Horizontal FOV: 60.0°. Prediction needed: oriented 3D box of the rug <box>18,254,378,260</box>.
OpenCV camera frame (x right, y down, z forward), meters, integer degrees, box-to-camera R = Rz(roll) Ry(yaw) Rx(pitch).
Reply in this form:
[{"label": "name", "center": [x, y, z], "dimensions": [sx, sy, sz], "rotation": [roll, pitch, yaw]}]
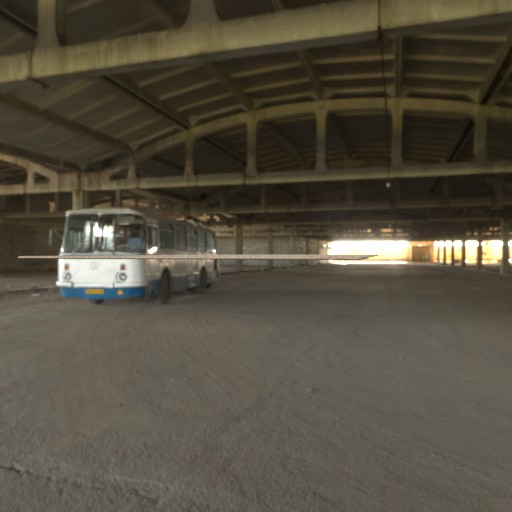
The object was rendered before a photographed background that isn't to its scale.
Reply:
[{"label": "rug", "center": [0.000, 0.000, 2.951], "dimensions": [1.526, 0.011, 2.435], "rotation": [0, 0, 17]}]
